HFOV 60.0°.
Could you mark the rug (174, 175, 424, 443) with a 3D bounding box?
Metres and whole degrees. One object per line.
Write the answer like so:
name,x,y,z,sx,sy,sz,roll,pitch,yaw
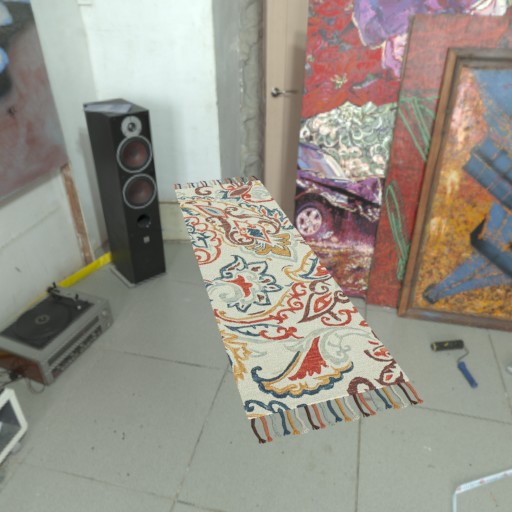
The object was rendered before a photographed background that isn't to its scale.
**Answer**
rug,0.000,0.000,2.923,0.763,0.015,2.682,-9,33,-13
